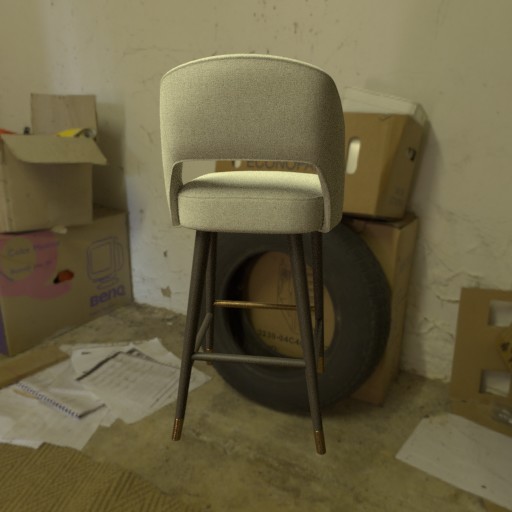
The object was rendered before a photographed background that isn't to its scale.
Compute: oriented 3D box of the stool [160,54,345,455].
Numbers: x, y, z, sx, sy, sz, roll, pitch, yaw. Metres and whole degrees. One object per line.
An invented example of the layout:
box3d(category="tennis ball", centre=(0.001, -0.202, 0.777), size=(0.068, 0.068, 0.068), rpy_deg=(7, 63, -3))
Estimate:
box3d(category="stool", centre=(0.000, 0.000, 1.318), size=(0.494, 1.037, 0.509), rpy_deg=(2, 17, 7))
